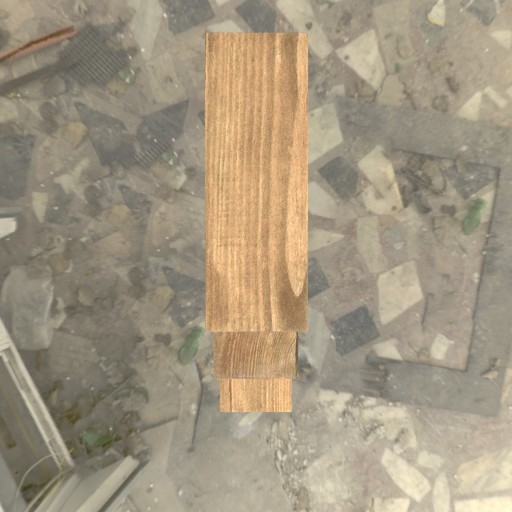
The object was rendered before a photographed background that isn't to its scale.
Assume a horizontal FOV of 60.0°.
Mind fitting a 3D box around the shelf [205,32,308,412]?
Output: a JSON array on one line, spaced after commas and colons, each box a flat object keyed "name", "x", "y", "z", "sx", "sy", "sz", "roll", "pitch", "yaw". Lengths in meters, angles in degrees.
[{"name": "shelf", "x": 0.000, "y": 0.000, "z": 0.750, "sx": 0.140, "sy": 0.293, "sz": 0.610, "roll": 0, "pitch": 91, "yaw": 0}]
